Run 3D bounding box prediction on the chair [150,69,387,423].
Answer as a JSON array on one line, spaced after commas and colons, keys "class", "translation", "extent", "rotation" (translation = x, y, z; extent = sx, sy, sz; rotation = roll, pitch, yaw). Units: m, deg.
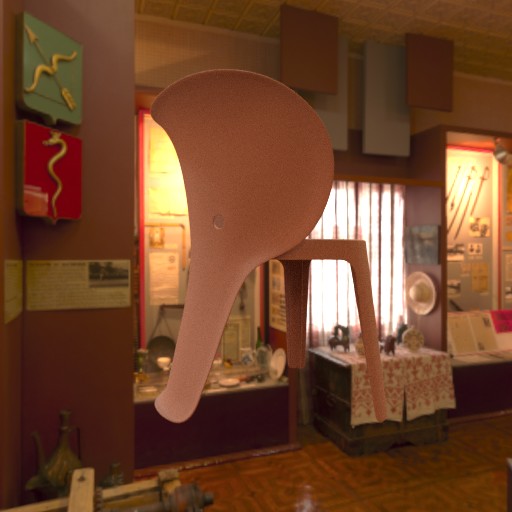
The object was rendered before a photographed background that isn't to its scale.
[{"class": "chair", "translation": [0.000, 0.000, 0.867], "extent": [0.402, 0.554, 0.451], "rotation": [0, 0, -19]}]
